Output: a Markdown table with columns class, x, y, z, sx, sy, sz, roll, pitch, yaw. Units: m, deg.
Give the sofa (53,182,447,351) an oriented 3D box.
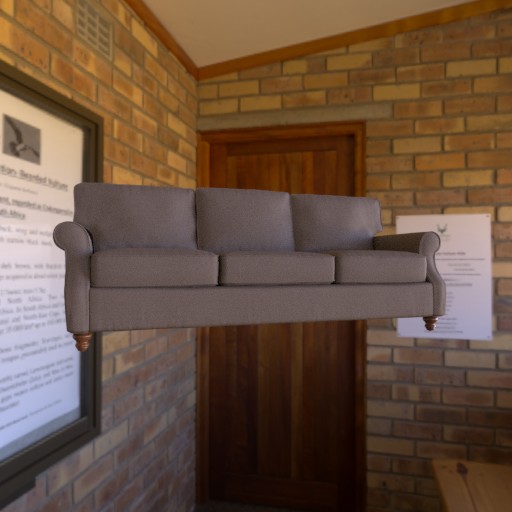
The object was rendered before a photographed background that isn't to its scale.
| class | x | y | z | sx | sy | sz | roll | pitch | yaw |
| --- | --- | --- | --- | --- | --- | --- | --- | --- | --- |
| sofa | 0.000 | 0.000 | 2.861 | 2.353 | 0.948 | 0.966 | 0 | -1 | -18 |
